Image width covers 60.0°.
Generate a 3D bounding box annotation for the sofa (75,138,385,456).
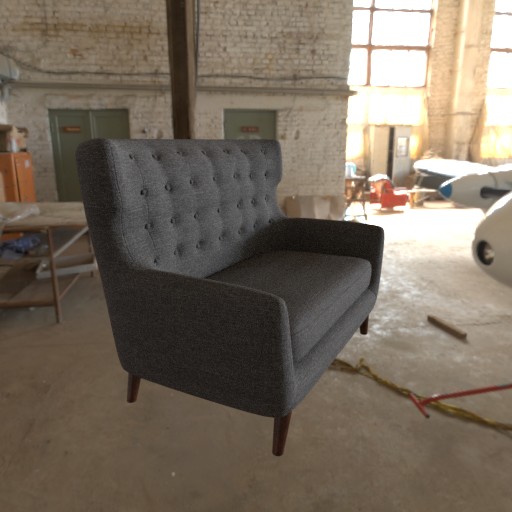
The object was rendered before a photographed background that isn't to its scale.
[{"bbox_3d":[0.000,0.000,2.006,0.874,1.028,1.358,8,16,27],"label":"sofa"}]
